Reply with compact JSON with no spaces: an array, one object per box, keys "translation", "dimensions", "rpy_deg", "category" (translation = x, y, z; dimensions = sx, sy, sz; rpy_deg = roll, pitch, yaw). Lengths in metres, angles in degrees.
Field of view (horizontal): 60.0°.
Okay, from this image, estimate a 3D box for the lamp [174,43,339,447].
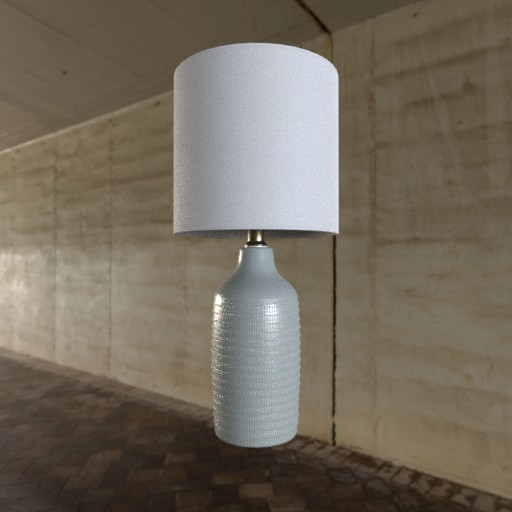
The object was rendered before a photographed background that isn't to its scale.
[{"translation":[0.000,0.000,0.603],"dimensions":[0.220,0.475,0.220],"rpy_deg":[0,-1,-19],"category":"lamp"}]
